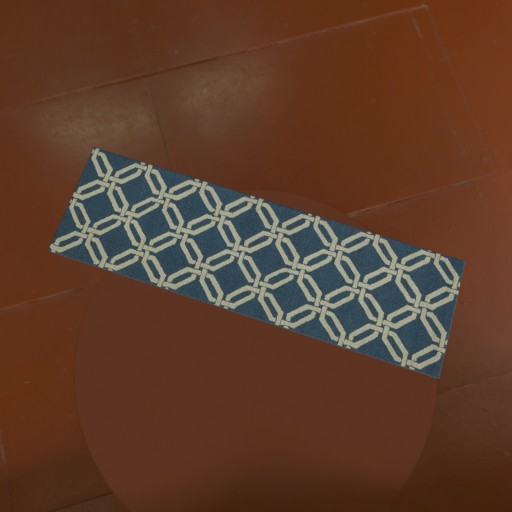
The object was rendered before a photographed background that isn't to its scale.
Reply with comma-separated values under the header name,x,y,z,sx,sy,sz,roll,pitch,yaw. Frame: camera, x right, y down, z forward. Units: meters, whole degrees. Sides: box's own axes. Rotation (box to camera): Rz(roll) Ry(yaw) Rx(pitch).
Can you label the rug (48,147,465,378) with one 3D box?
name,x,y,z,sx,sy,sz,roll,pitch,yaw
rug,0.000,0.000,2.519,2.276,0.014,0.678,18,78,4
